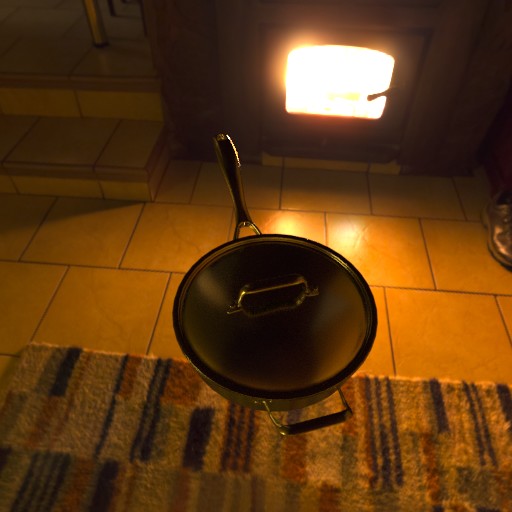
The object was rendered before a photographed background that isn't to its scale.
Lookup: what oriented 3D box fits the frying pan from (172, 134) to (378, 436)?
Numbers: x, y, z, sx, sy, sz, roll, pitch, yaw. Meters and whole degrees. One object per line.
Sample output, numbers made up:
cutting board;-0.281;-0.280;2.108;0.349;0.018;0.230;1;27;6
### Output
frying pan;0.000;0.000;0.682;0.280;0.114;0.561;-11;48;-10
